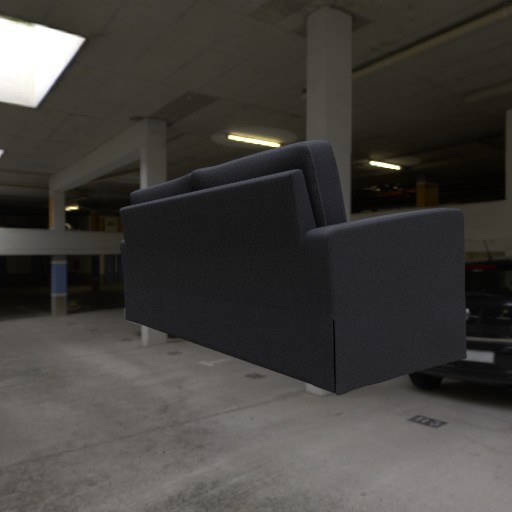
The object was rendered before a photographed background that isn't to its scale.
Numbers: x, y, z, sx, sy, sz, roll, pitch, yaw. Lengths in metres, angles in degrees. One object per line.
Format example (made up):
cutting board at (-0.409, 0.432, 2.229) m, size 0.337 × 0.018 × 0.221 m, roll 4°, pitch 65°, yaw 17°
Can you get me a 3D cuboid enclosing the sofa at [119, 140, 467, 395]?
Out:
sofa at (0.000, 0.000, 2.325) m, size 0.898 × 0.839 × 1.852 m, roll -1°, pitch 1°, yaw -36°
